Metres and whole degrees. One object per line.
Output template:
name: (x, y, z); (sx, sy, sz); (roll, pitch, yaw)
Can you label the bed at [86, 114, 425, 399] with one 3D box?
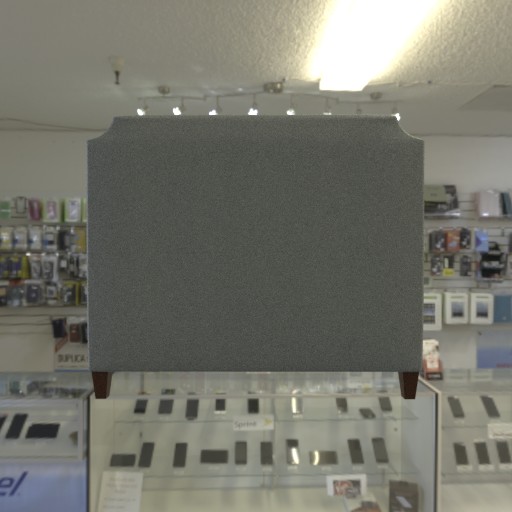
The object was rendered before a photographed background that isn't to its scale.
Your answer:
bed: (0.000, 0.000, 3.377); (1.712, 1.443, 2.372); (0, 0, 0)
